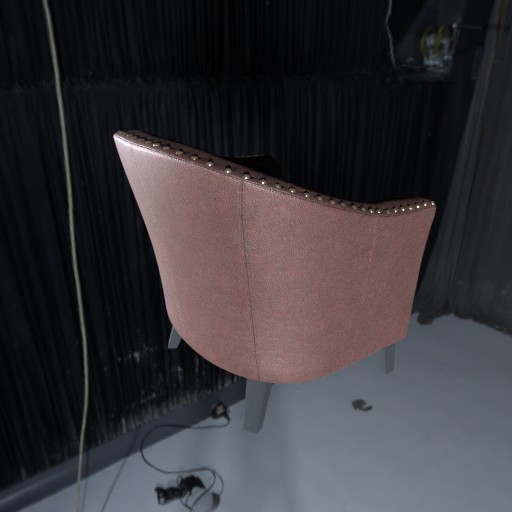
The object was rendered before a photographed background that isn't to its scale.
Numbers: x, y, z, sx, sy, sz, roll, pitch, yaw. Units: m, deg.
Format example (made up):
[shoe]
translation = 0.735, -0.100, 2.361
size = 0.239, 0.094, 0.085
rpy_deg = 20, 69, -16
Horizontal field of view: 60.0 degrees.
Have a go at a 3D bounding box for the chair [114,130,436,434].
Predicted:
[chair]
translation = 0.000, 0.000, 1.427
size = 0.748, 0.823, 0.794
rpy_deg = -17, 30, -33
